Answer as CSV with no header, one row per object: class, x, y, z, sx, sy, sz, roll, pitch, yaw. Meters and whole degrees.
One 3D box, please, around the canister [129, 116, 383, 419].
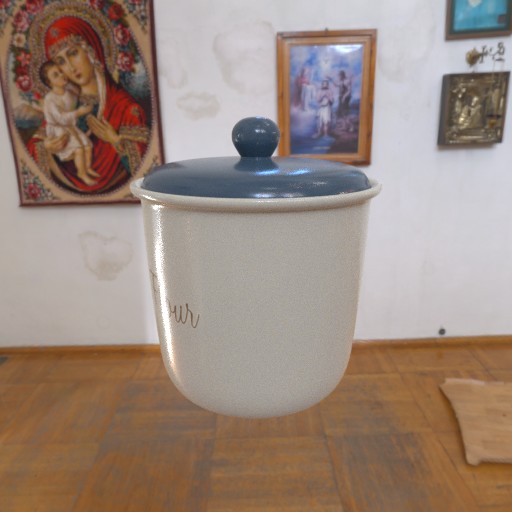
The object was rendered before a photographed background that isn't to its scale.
canister,0.000,0.000,0.346,0.182,0.208,0.182,0,16,0
